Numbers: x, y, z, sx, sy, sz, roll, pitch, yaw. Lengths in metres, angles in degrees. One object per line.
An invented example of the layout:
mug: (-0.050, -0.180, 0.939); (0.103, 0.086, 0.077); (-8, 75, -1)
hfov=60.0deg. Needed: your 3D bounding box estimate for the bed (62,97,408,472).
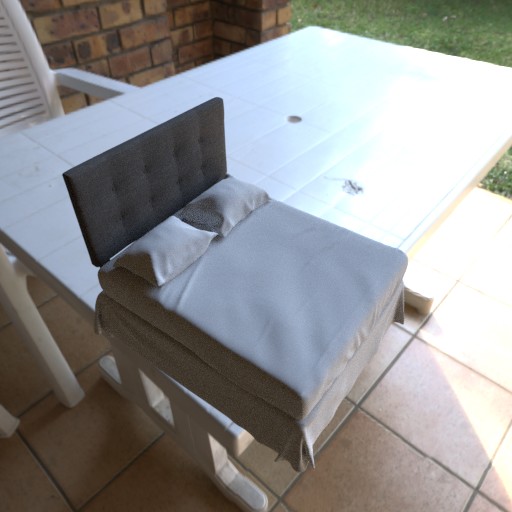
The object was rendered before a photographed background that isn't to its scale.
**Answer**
bed: (0.000, 0.000, 3.518); (2.222, 1.577, 1.936); (26, 48, 26)
